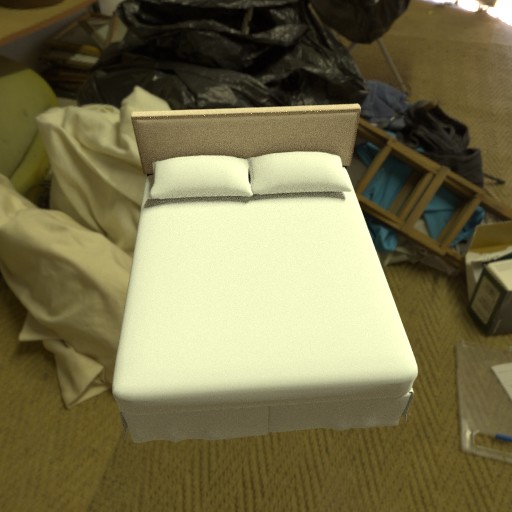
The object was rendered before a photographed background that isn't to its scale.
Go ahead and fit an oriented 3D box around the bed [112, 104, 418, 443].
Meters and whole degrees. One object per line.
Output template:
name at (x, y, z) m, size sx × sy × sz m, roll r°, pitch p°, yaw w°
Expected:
bed at (0.000, 0.000, 2.781) m, size 1.616 × 1.016 × 1.876 m, roll -3°, pitch 46°, yaw -3°
